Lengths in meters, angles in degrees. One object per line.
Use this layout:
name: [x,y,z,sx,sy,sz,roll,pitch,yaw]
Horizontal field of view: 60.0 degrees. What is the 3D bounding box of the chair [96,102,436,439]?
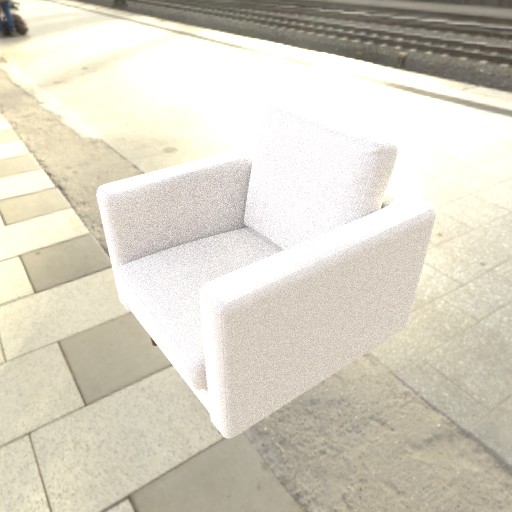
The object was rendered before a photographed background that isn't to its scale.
chair: [0.000,0.000,1.608,0.879,0.899,0.831,-22,40,-30]
